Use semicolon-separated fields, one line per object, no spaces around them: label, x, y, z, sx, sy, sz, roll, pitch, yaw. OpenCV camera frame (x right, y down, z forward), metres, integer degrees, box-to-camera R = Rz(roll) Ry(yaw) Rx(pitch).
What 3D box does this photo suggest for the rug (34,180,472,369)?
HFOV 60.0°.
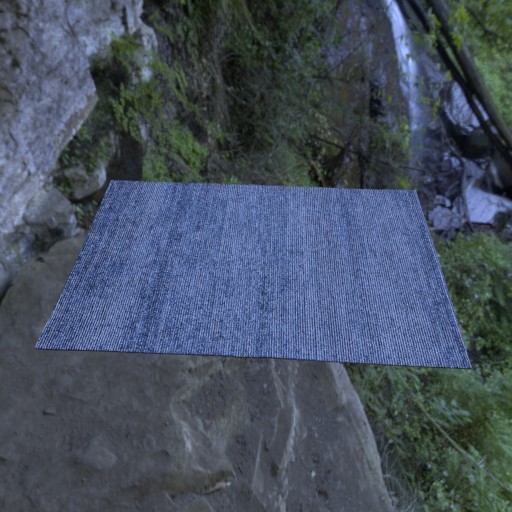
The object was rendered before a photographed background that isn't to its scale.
rug;0.000;0.000;2.194;1.793;0.025;1.159;2;46;2
